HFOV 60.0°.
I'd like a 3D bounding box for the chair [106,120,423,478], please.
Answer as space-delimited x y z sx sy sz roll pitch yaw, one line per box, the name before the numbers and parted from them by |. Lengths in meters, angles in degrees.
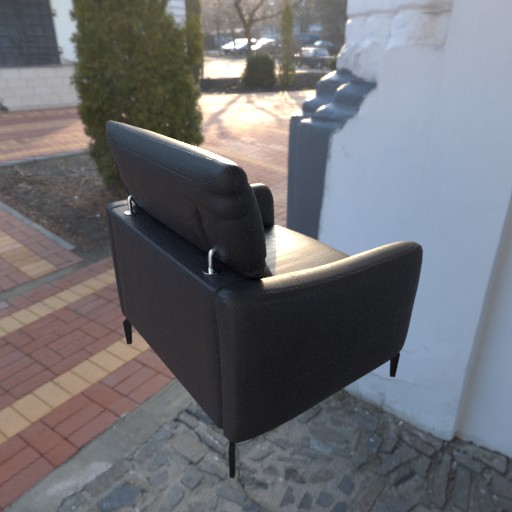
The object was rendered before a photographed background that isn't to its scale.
chair | 0.000 0.000 1.653 0.809 0.949 0.976 -18 31 -32
